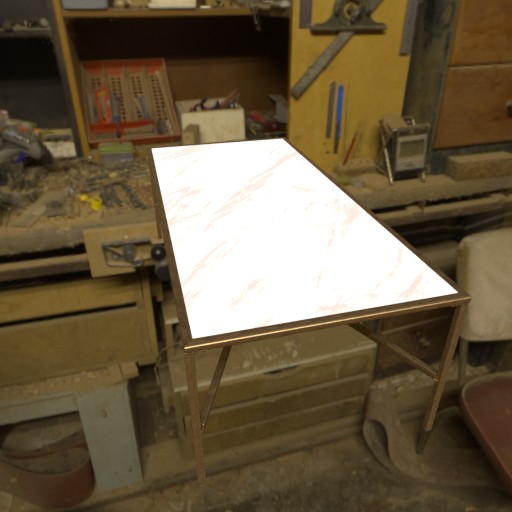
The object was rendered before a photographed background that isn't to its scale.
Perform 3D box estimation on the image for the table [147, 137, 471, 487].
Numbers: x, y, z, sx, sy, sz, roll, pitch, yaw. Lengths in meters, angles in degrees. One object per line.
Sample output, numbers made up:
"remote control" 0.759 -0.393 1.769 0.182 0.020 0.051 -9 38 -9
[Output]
"table" 0.000 0.000 1.424 0.577 0.405 1.197 -8 31 -13
